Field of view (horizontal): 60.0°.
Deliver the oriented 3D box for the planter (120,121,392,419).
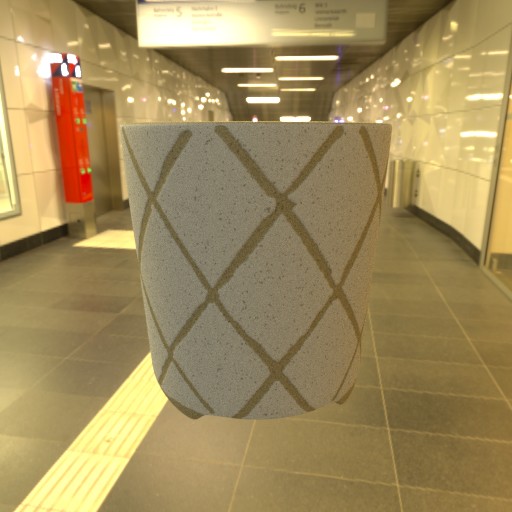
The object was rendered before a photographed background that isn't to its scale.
[{"bbox_3d":[0.000,0.000,0.350,0.191,0.199,0.191,0,16,0],"label":"planter"}]
